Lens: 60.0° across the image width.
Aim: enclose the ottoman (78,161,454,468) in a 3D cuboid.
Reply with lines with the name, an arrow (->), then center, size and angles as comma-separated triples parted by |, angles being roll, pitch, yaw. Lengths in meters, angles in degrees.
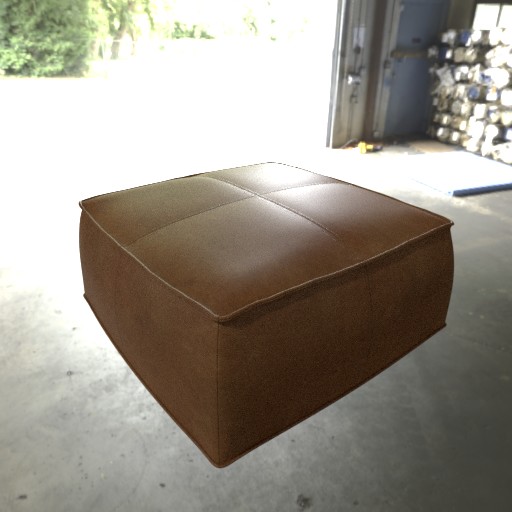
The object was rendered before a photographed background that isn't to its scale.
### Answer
ottoman -> 0.000, 0.000, 1.366 | 0.901, 0.395, 0.902 | -19, 32, -33
